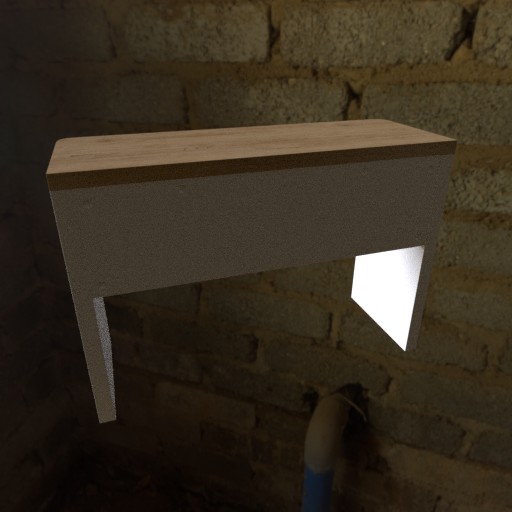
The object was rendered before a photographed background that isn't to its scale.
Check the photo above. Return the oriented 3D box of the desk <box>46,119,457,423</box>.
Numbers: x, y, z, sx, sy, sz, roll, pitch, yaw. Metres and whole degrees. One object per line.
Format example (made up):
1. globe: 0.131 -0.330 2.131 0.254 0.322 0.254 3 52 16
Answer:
1. desk: 0.000 0.000 1.462 1.100 0.760 0.390 -8 28 -16
